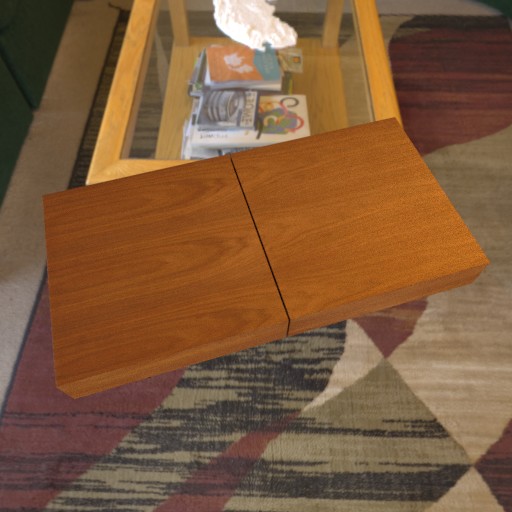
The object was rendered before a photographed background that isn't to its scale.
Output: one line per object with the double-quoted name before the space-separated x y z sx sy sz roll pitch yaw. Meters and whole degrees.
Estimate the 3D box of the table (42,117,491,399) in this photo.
"table" 0.000 0.000 1.448 1.194 0.330 0.610 -15 61 -8
